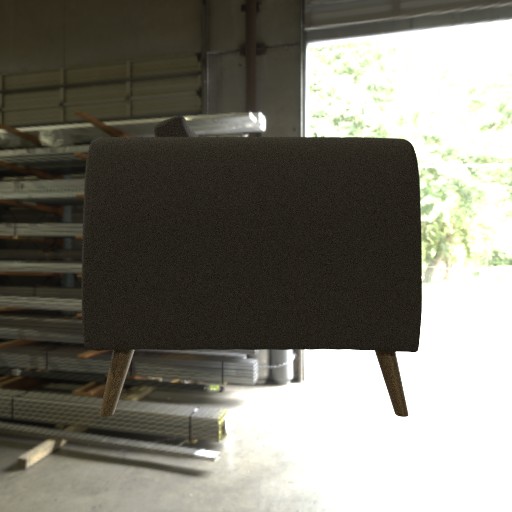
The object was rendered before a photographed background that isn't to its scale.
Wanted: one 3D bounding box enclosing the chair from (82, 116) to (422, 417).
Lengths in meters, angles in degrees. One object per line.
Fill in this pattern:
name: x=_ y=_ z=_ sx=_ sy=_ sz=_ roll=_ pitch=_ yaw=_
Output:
chair: x=0.000 y=0.000 z=1.657 sx=0.930 sy=0.860 sz=1.000 roll=0 pitch=0 yaw=0
